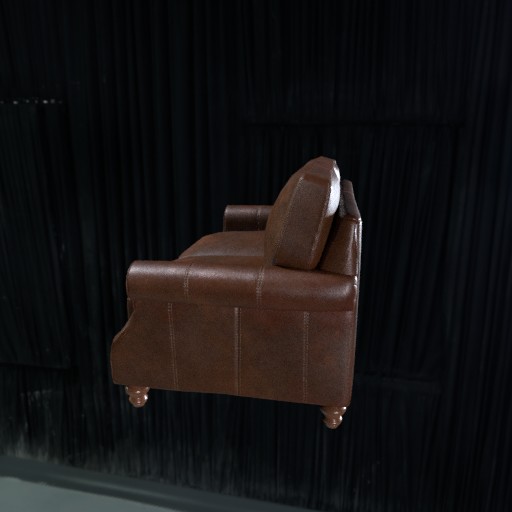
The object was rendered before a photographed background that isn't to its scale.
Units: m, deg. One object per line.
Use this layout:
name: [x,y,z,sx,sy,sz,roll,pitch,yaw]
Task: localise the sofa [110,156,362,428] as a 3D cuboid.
sofa: [0.000,0.000,2.316,0.990,0.976,1.616,3,15,10]
